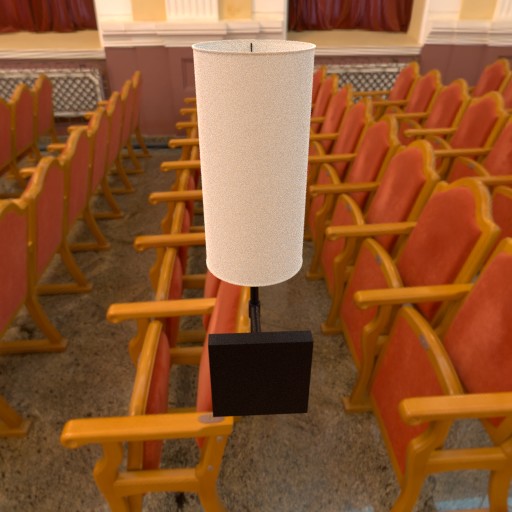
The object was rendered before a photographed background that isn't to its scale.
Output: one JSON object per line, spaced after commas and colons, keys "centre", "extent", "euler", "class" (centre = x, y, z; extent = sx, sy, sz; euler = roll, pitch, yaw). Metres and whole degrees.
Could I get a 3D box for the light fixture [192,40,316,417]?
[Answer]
{"centre": [0.000, 0.000, 0.544], "extent": [0.128, 0.462, 0.208], "euler": [-2, 31, -3], "class": "light fixture"}
